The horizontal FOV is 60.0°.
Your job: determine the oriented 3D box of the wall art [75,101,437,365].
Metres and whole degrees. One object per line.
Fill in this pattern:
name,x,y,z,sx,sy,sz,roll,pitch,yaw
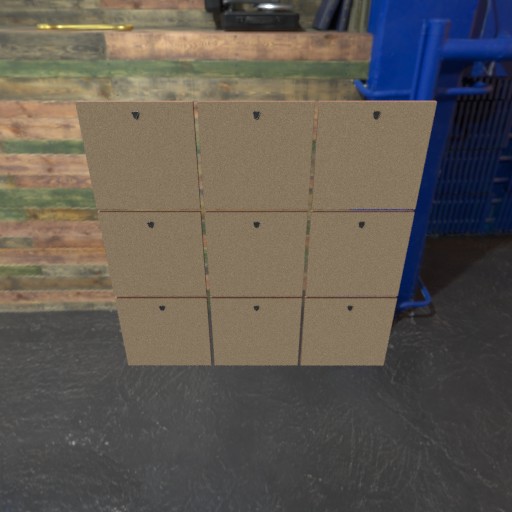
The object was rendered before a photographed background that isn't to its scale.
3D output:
wall art,0.000,0.000,1.344,0.906,0.904,0.018,0,31,0
